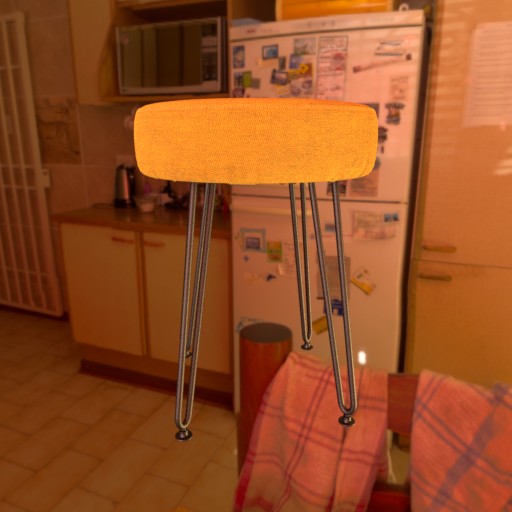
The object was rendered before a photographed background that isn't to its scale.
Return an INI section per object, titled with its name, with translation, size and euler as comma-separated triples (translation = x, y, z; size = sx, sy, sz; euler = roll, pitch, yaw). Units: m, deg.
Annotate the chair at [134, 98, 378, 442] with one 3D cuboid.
[chair]
translation = 0.000, 0.000, 0.697
size = 0.345, 0.455, 0.345
euler = -2, 15, -8
